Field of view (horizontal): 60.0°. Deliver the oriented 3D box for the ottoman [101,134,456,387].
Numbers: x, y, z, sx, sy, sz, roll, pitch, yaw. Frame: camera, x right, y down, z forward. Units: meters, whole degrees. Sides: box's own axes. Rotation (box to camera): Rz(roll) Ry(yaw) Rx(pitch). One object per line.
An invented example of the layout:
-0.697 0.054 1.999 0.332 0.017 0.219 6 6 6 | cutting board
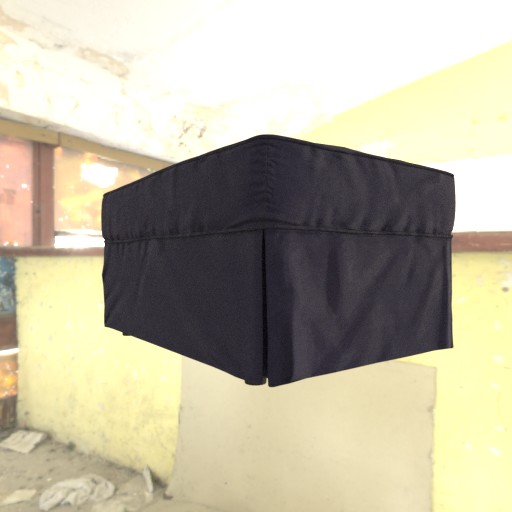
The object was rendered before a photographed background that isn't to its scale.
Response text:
0.000 0.000 1.283 0.637 0.503 0.938 0 -1 -36 | ottoman
